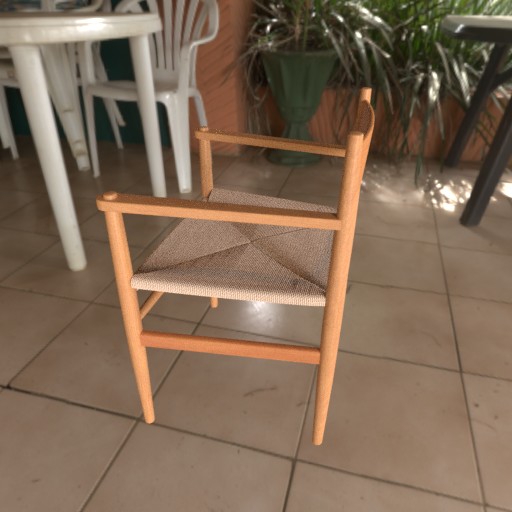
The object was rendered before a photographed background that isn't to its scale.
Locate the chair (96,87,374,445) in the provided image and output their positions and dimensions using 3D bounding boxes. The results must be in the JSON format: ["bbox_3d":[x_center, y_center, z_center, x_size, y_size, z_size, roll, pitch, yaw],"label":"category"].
[{"bbox_3d":[0.000,0.000,1.129,0.495,0.762,0.556,7,31,12],"label":"chair"}]
